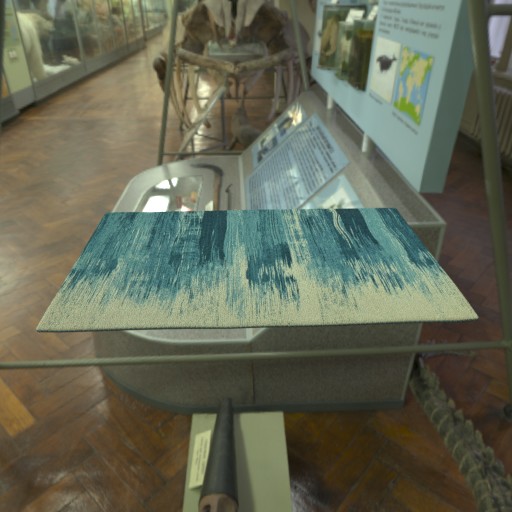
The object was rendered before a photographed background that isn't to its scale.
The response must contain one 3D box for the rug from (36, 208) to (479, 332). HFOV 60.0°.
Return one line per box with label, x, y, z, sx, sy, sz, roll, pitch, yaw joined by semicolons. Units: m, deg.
rug;0.000;0.000;3.073;2.450;0.027;1.540;-1;30;-2
